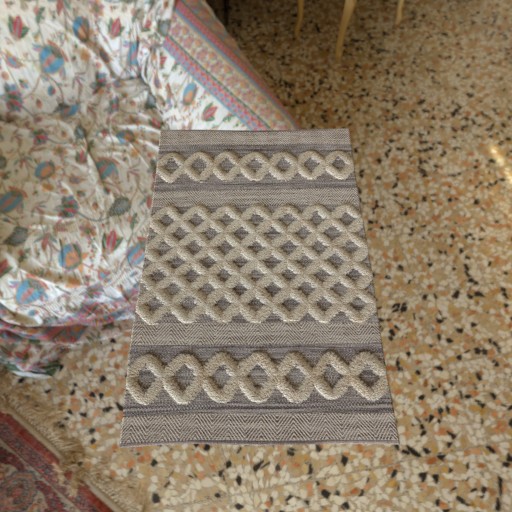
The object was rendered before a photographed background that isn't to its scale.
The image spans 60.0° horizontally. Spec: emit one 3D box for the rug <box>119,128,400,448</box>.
[{"bbox_3d":[0.000,0.000,2.939,1.513,0.033,2.333,-1,60,0],"label":"rug"}]
